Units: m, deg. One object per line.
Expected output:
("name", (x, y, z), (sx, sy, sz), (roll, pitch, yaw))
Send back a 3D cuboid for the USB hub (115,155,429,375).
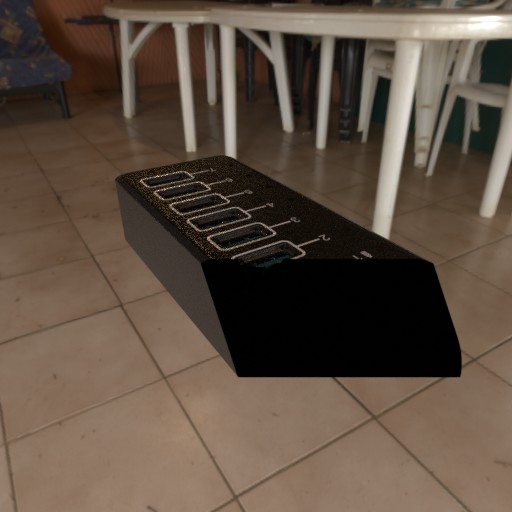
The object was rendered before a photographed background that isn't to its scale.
("USB hub", (0.000, 0.000, 0.124), (0.044, 0.023, 0.110), (-18, 35, -28))
